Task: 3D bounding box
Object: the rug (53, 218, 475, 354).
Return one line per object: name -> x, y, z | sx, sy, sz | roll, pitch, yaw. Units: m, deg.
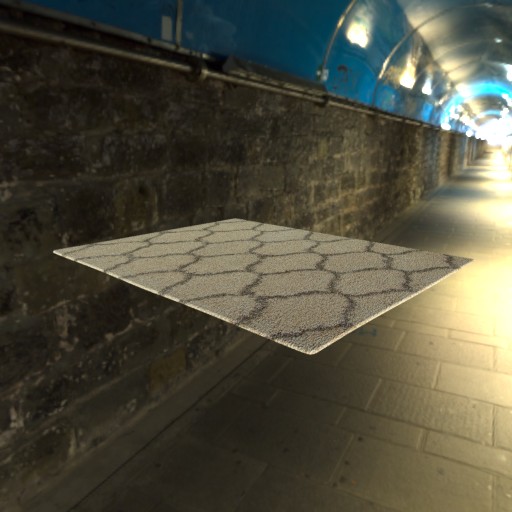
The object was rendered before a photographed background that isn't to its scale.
rug -> 0.000, 0.000, 4.005 | 3.000, 0.026, 2.399 | 14, 20, 42
